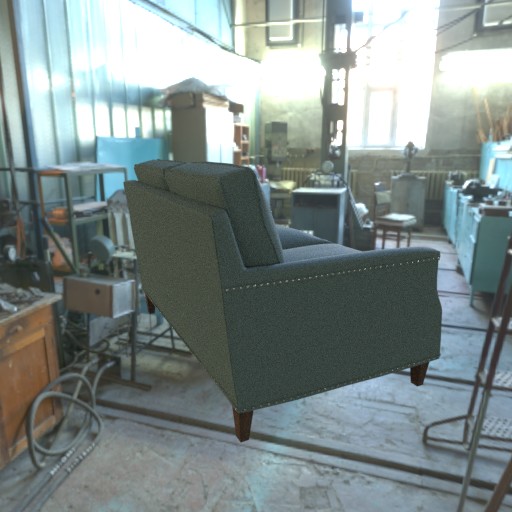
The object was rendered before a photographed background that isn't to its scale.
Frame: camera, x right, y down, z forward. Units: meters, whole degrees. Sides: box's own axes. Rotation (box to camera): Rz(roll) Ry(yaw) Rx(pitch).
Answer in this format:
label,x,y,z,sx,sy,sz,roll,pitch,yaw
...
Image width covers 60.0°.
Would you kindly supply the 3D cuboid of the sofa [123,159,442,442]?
label,x,y,z,sx,sy,sz,roll,pitch,yaw
sofa,0.000,0.000,2.345,1.084,1.003,1.597,-7,16,-25
